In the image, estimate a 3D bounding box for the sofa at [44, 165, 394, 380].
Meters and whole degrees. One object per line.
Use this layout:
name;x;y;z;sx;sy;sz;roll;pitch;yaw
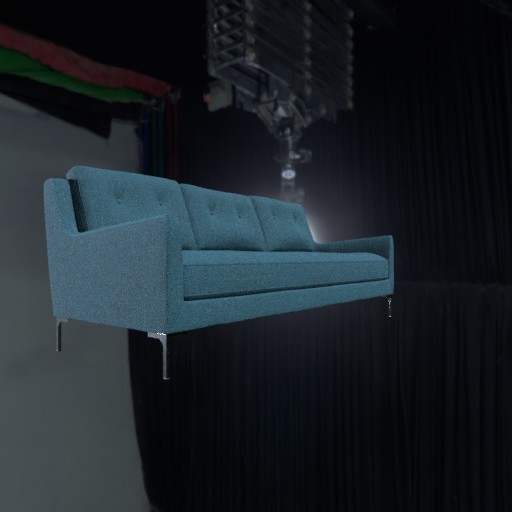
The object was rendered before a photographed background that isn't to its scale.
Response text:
sofa;0.000;0.000;2.530;0.849;0.837;2.060;0;0;38
